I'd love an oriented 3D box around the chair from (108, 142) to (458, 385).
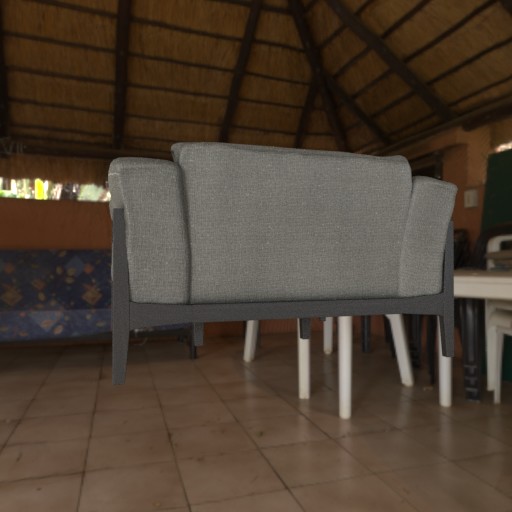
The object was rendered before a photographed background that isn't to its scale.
[{"bbox_3d":[0.000,0.000,1.672,1.056,0.646,0.969,0,-1,-18],"label":"chair"}]
